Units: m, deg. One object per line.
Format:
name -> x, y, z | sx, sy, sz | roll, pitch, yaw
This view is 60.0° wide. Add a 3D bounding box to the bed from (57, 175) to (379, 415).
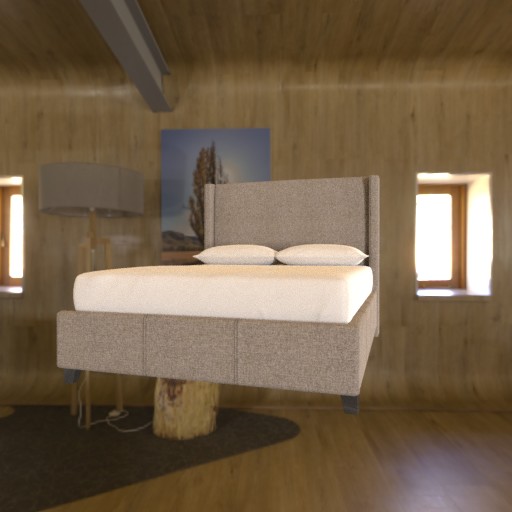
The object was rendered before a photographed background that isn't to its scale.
bed -> 0.000, 0.000, 3.357 | 1.714, 1.476, 2.245 | 0, 0, 18
